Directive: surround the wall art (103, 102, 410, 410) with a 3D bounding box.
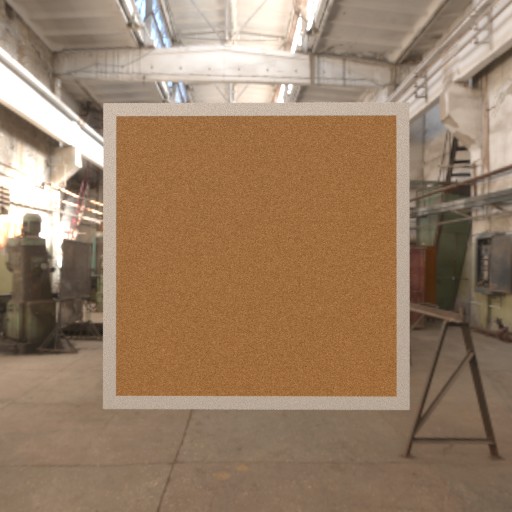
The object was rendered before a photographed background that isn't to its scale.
[{"bbox_3d":[0.000,0.000,0.753,0.507,0.508,0.038,0,0,1],"label":"wall art"}]
